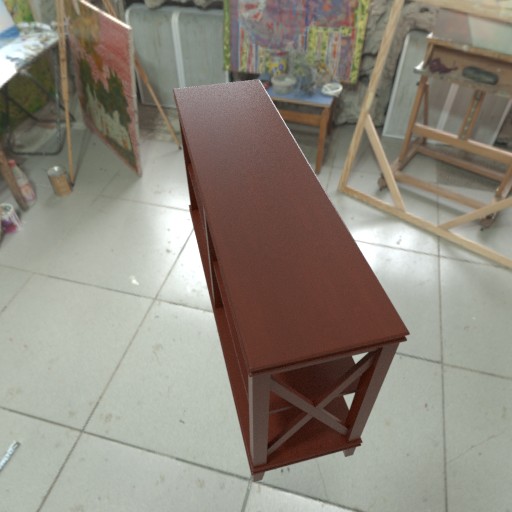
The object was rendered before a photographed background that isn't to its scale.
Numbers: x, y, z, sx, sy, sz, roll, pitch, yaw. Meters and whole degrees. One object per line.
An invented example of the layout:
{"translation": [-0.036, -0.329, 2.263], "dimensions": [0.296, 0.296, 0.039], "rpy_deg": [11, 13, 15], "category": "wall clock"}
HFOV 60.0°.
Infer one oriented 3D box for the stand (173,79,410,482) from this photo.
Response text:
{"translation": [0.000, 0.000, 1.719], "dimensions": [0.381, 0.762, 1.372], "rpy_deg": [-10, 47, -10], "category": "stand"}
